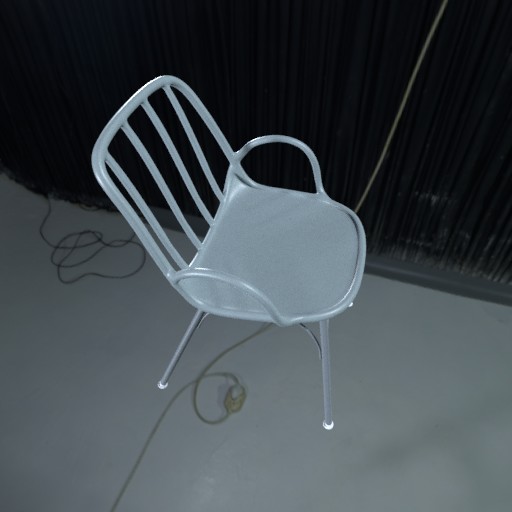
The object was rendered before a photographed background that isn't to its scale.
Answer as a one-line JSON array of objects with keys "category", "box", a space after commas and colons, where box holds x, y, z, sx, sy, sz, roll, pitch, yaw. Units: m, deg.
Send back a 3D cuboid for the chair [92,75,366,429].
[{"category": "chair", "box": [0.000, 0.000, 1.208, 0.597, 0.816, 0.549, 11, 48, 10]}]
